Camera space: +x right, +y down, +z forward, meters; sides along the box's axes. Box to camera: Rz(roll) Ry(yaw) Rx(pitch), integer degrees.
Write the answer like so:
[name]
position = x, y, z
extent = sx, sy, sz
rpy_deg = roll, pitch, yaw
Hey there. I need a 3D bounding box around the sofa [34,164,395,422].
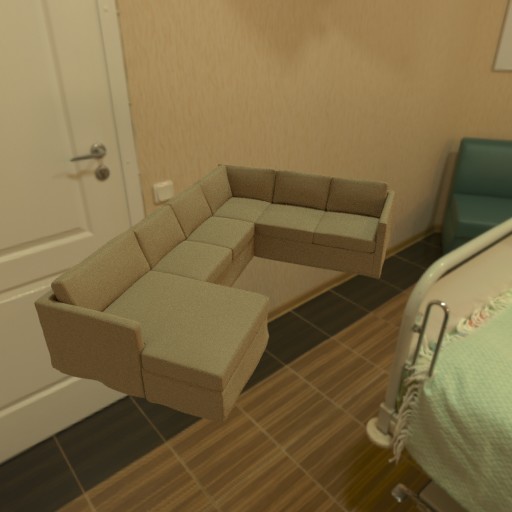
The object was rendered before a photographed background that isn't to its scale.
[sofa]
position = 0.000, 0.000, 4.626
extent = 2.476, 0.878, 3.528
rpy_deg = 10, 31, 18
